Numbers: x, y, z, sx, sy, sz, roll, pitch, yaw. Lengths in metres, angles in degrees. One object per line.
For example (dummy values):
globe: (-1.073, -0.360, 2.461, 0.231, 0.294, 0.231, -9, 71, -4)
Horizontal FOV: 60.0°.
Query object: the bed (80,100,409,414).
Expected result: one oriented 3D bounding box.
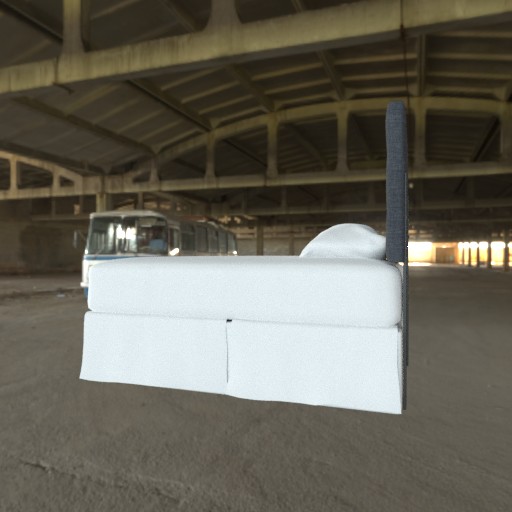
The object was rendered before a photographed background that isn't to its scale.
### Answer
bed: (0.000, 0.000, 3.066, 1.997, 1.571, 1.261, 0, 0, 20)
